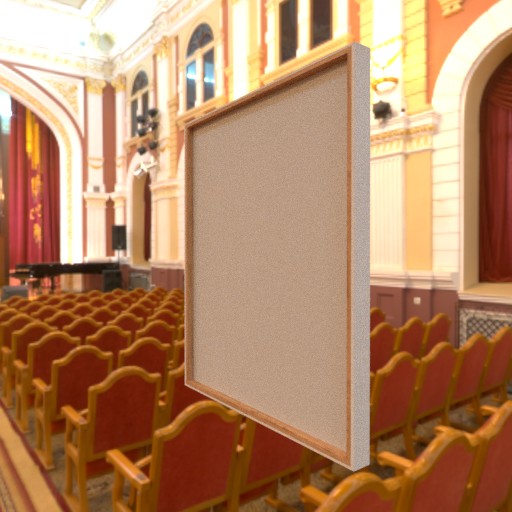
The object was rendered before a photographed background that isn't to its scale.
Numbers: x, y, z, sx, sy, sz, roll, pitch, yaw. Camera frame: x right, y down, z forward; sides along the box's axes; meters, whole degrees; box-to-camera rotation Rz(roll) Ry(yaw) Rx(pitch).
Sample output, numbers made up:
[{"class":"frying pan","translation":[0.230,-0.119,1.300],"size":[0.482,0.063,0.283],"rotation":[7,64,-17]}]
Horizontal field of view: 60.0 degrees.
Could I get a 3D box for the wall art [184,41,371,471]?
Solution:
[{"class":"wall art","translation":[0.000,0.000,0.837],"size":[0.037,0.606,0.508],"rotation":[0,1,-37]}]
